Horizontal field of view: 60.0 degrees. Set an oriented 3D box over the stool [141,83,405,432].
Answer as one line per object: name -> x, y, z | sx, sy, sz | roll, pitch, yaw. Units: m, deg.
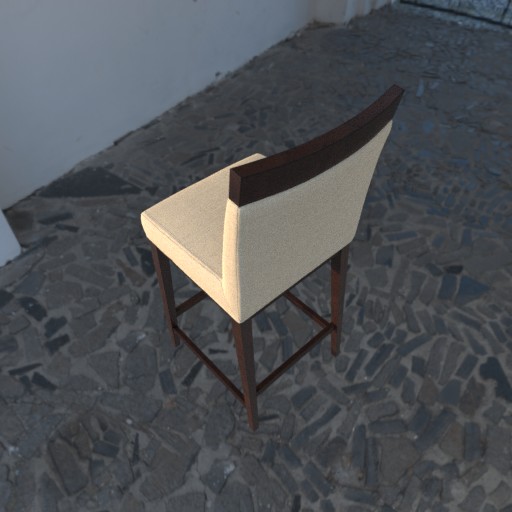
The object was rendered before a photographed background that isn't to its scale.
stool -> 0.000, 0.000, 1.424 | 0.511, 1.117, 0.531 | -34, 55, -28
